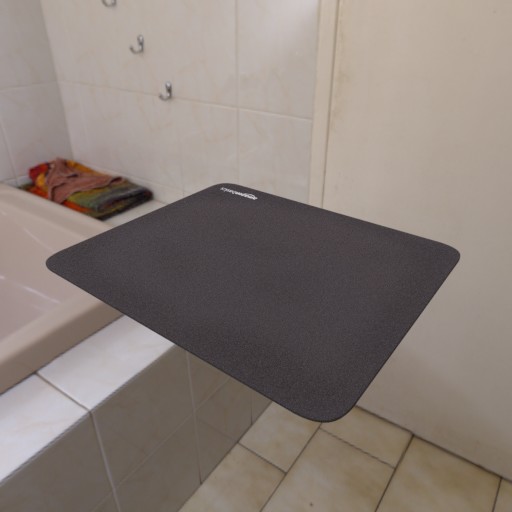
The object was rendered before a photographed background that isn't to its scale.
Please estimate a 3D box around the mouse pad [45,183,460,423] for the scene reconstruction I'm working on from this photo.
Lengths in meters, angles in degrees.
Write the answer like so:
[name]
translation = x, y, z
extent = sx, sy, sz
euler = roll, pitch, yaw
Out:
[mouse pad]
translation = 0.000, 0.000, 0.425
extent = 0.315, 0.002, 0.269
euler = 21, 36, 32
